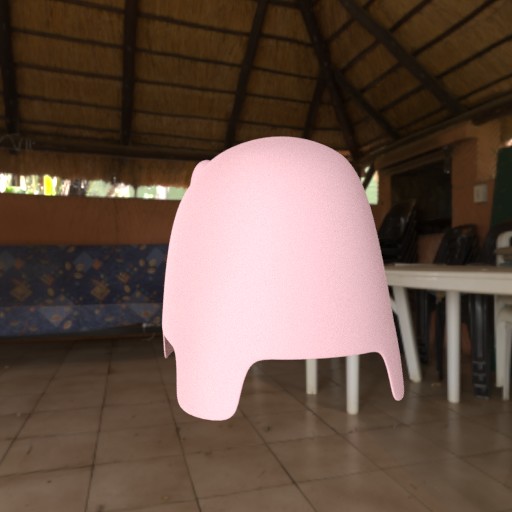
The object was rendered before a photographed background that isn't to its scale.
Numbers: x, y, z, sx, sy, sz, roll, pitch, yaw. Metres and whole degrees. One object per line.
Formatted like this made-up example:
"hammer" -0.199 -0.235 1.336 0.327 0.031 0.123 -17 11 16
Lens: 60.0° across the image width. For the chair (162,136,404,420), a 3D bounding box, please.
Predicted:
"chair" 0.000 0.000 0.864 0.364 0.423 0.619 0 0 -17
